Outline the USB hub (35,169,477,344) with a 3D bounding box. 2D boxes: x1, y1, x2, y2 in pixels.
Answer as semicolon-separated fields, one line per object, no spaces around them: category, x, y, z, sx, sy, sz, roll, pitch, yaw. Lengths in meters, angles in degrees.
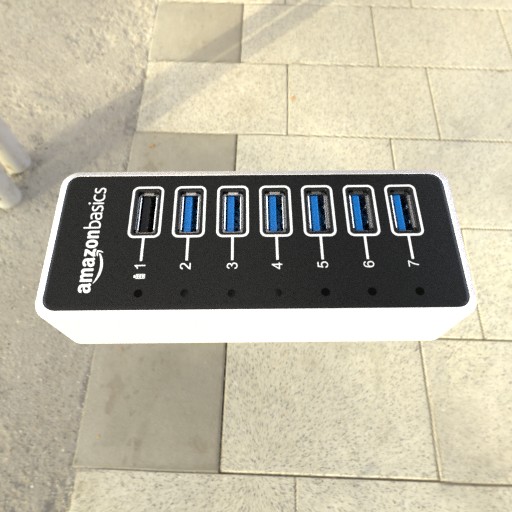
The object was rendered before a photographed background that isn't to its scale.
USB hub;0.000;0.000;0.127;0.110;0.023;0.044;-1;64;0
